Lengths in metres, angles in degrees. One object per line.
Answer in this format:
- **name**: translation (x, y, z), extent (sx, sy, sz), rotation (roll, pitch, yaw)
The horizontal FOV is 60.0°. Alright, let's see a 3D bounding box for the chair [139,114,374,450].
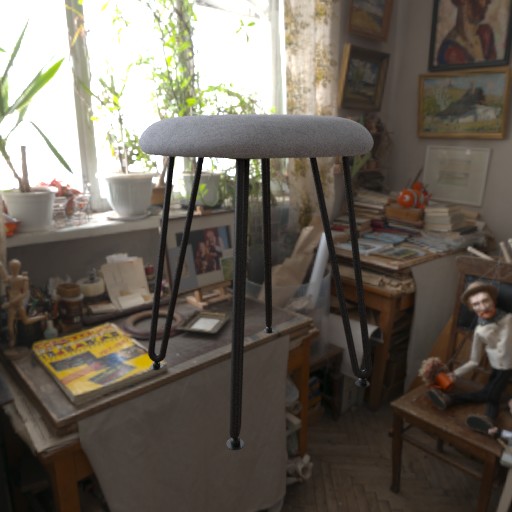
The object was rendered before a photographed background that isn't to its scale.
- **chair**: translation (0.000, 0.000, 0.642), extent (0.350, 0.386, 0.350), rotation (2, 15, 9)
